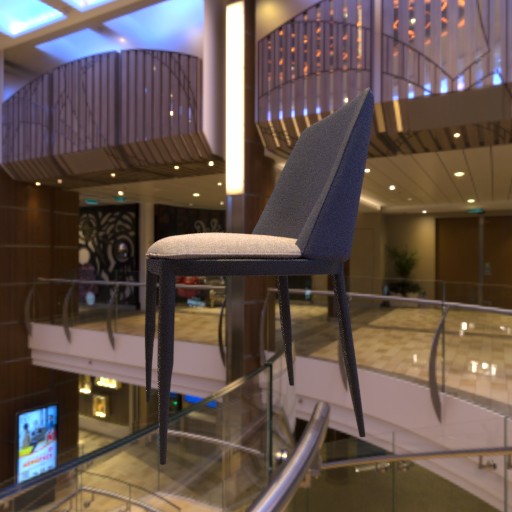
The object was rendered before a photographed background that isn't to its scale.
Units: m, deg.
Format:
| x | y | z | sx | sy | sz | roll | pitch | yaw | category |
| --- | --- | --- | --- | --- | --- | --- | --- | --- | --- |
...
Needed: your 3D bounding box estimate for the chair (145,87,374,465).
| x | y | z | sx | sy | sz | roll | pitch | yaw | category |
| --- | --- | --- | --- | --- | --- | --- | --- | --- | --- |
| 0.000 | 0.000 | 1.168 | 0.551 | 0.839 | 0.480 | 0 | 0 | -18 | chair |
